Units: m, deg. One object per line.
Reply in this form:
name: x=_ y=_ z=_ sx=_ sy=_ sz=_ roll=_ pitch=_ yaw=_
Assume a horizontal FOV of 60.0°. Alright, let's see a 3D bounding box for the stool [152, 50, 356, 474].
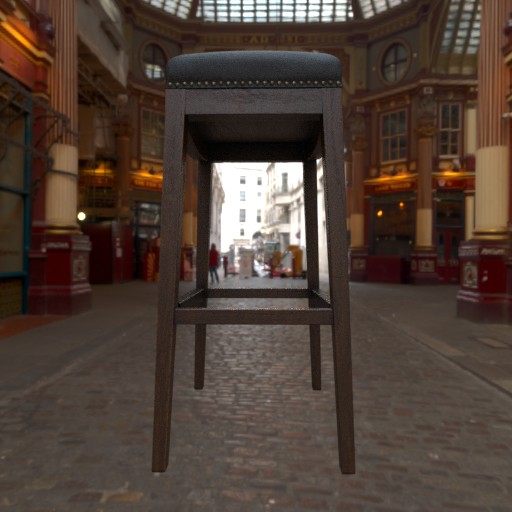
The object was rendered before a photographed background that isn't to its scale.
stool: x=0.000 y=0.000 z=1.028 sx=0.361 sy=0.765 sz=0.500 roll=0 pitch=1 yaw=1
